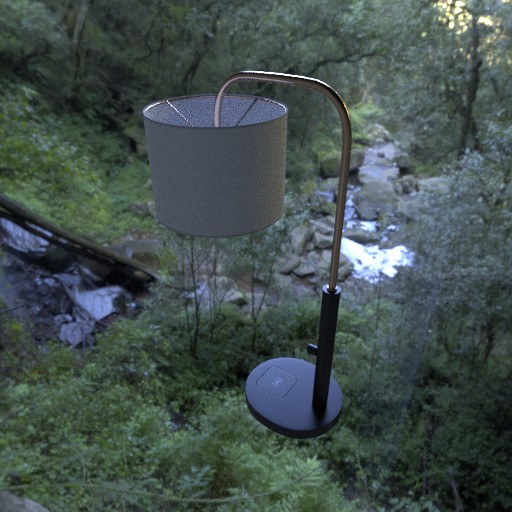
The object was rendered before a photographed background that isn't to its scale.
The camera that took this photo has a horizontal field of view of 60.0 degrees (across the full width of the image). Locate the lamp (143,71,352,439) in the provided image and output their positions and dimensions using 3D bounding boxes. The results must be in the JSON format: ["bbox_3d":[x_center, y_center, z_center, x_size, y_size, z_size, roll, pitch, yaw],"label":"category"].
[{"bbox_3d":[0.000,0.000,0.694,0.337,0.540,0.199,20,37,30],"label":"lamp"}]
